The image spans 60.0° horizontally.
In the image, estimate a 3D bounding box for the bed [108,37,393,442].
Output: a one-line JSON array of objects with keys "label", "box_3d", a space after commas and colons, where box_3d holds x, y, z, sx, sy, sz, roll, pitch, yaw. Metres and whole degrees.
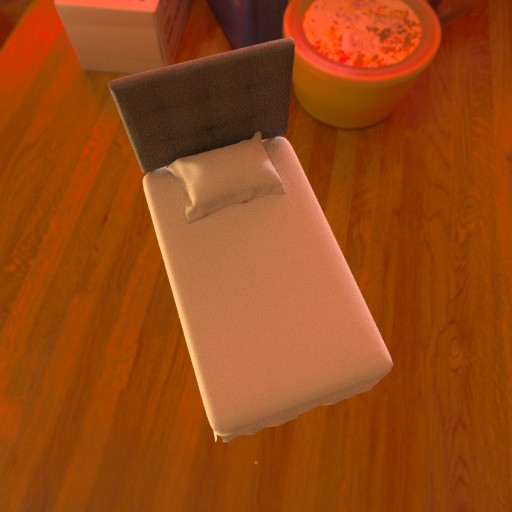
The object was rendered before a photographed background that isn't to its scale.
[{"label": "bed", "box_3d": [0.000, 0.000, 2.932, 1.261, 1.571, 1.997, -17, 66, -8]}]
